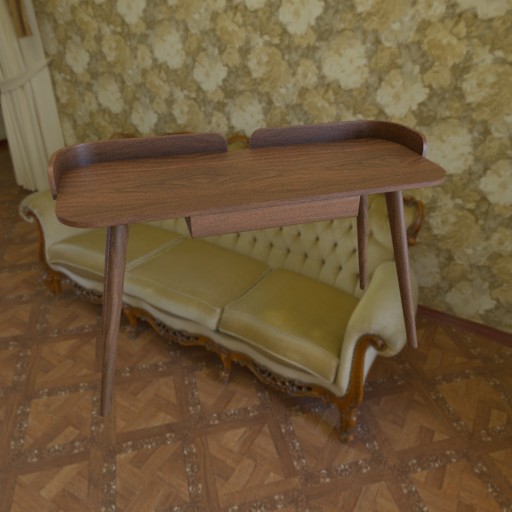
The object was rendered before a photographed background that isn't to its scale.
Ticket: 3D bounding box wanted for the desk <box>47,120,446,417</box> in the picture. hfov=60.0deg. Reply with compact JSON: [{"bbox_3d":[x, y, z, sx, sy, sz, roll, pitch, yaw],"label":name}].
[{"bbox_3d":[0.000,0.000,1.636,1.256,0.800,0.486,-9,32,-14],"label":"desk"}]
